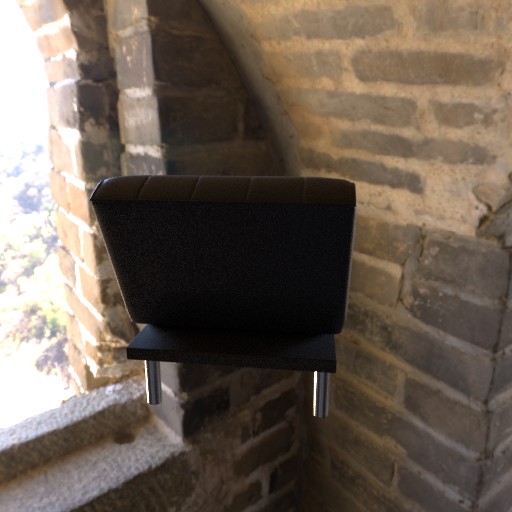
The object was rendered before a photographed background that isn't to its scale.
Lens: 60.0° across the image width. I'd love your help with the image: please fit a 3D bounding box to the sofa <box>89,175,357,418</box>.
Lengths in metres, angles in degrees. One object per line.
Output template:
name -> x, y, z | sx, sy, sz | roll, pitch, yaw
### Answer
sofa -> 0.000, 0.000, 2.026 | 0.760, 0.820, 1.560 | 2, 15, 7
